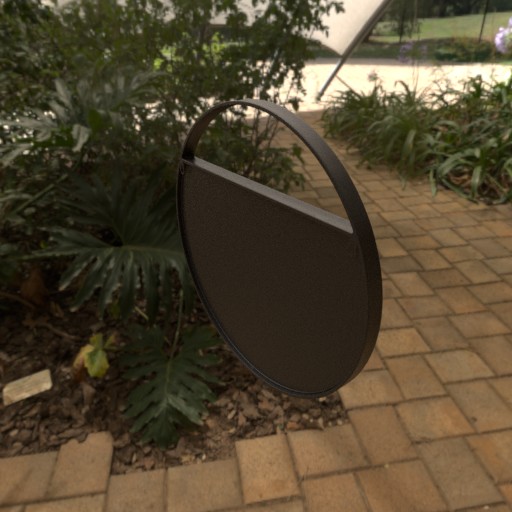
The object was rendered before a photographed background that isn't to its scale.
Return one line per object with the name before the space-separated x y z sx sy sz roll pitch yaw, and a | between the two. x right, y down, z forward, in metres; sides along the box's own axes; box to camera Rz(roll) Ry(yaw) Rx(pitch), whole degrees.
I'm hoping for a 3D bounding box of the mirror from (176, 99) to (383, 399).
mirror | 0.000 0.000 0.847 0.032 0.565 0.565 -20 34 -33
